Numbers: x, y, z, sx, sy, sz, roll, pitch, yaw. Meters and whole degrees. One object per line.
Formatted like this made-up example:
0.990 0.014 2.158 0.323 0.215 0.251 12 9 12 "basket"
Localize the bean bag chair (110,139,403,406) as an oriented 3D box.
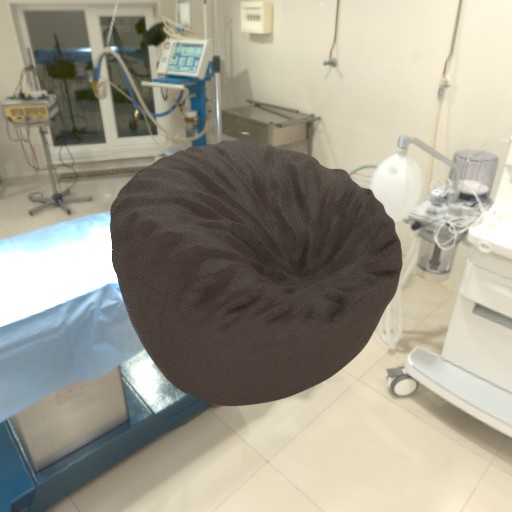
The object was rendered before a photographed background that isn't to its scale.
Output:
0.000 0.000 2.051 1.245 0.821 1.245 0 30 0 "bean bag chair"
